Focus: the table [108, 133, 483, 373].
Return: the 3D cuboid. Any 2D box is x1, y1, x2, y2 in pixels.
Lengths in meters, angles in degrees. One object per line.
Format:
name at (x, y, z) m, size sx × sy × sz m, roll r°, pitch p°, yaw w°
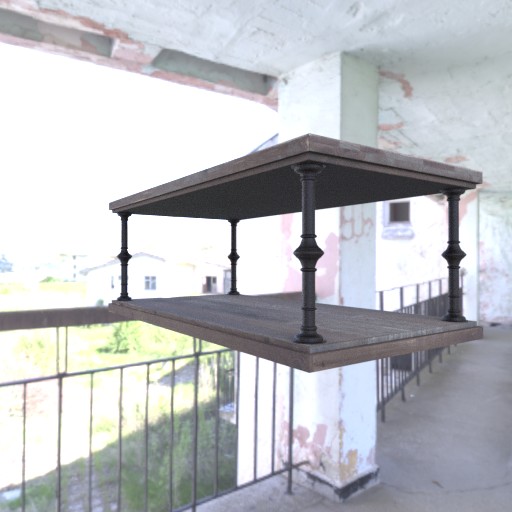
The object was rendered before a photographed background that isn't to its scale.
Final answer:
table at (0.000, 0.000, 1.340) m, size 0.554 × 0.399 × 1.088 m, roll 0°, pitch -1°, yaw -35°
